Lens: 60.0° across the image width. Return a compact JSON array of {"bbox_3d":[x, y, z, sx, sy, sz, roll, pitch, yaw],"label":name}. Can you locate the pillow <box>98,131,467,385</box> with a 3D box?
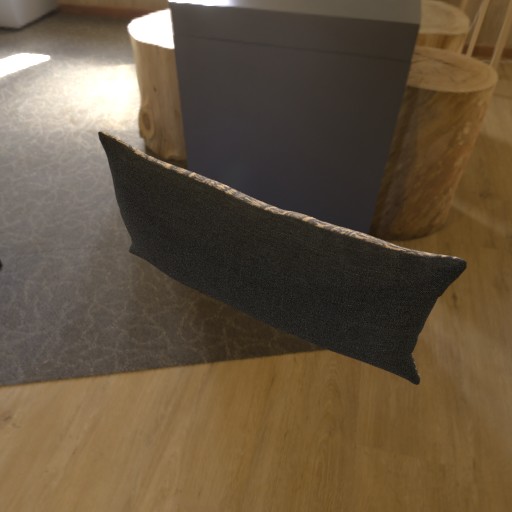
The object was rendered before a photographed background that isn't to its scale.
[{"bbox_3d":[0.000,0.000,0.748,0.631,0.292,0.148,22,50,20],"label":"pillow"}]
